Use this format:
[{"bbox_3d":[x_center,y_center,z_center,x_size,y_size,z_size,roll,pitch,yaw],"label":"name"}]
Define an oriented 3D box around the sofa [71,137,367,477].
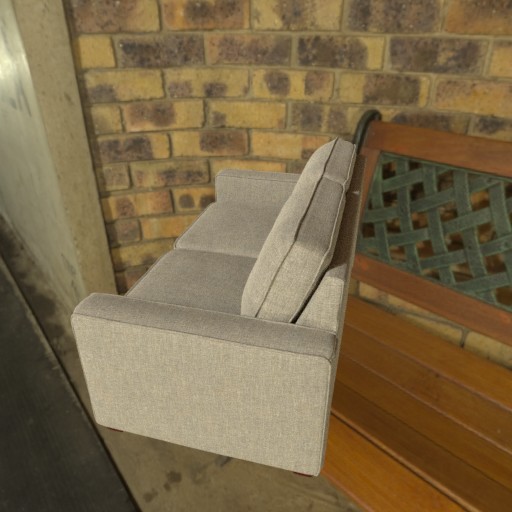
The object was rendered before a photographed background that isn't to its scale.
[{"bbox_3d":[0.000,0.000,2.215,0.945,0.915,1.706,7,30,13],"label":"sofa"}]
